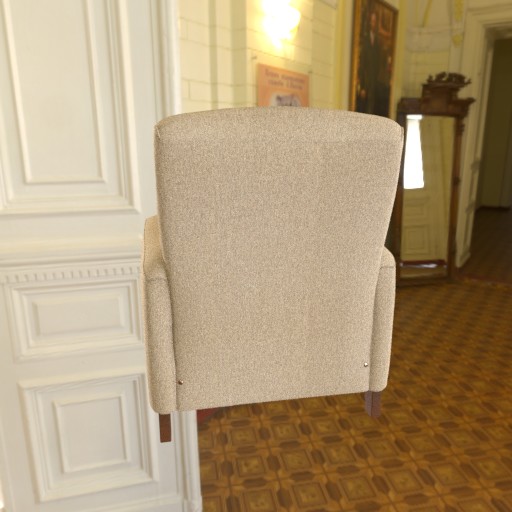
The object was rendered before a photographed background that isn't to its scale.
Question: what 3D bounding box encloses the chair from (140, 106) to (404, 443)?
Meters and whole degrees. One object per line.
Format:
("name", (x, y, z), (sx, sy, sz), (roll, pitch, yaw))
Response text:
("chair", (0.000, 0.000, 1.672), (0.848, 1.014, 0.864), (-3, 15, -10))
